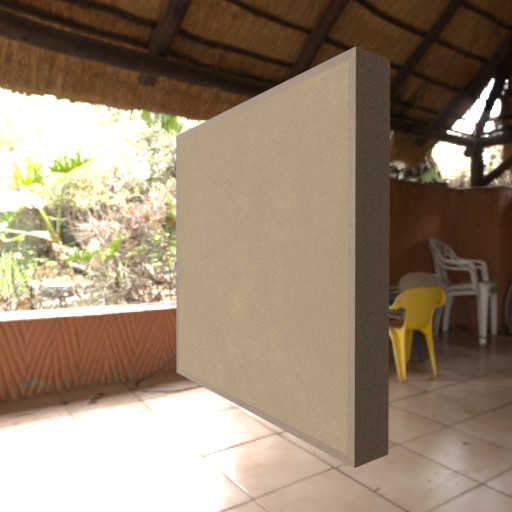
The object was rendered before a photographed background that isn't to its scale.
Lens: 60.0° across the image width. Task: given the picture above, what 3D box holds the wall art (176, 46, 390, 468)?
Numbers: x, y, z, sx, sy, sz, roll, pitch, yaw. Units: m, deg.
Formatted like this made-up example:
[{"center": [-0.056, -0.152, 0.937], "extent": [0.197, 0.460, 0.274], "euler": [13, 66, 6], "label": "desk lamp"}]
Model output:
[{"center": [0.000, 0.000, 0.454], "extent": [0.038, 0.303, 0.304], "euler": [-1, 1, -35], "label": "wall art"}]
